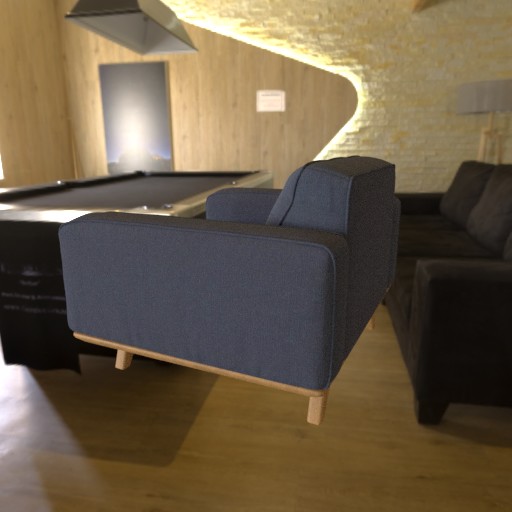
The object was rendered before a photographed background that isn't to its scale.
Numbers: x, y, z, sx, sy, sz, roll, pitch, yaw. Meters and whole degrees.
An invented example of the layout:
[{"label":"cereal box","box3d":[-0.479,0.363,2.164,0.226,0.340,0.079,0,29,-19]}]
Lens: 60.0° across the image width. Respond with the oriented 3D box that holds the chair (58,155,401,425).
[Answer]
[{"label":"chair","box3d":[0.000,0.000,1.776,0.953,0.783,1.118,7,16,25]}]
